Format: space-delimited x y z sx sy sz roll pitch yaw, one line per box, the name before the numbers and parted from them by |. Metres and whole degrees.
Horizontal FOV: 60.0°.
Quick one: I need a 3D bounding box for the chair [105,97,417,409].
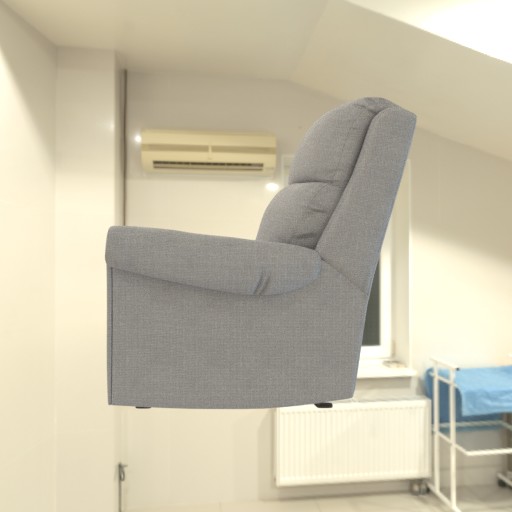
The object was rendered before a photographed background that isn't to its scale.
chair | 0.000 0.000 1.735 1.014 1.054 0.838 0 0 0
